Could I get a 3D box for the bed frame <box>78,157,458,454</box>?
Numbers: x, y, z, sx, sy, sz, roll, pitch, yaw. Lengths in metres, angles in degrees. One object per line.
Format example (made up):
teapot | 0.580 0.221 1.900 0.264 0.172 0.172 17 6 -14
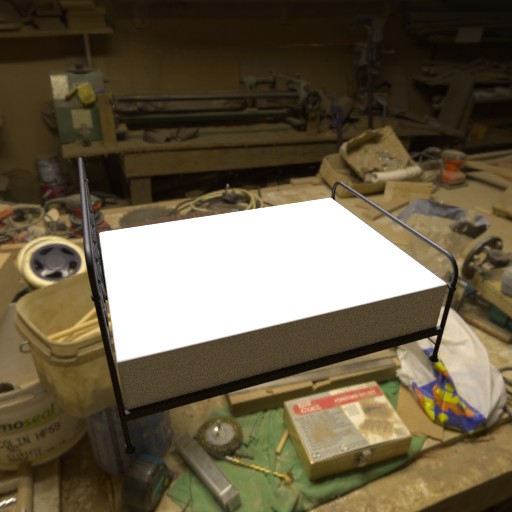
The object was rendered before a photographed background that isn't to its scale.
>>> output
bed frame | 0.000 0.000 3.198 2.203 1.276 1.664 -10 31 -18
